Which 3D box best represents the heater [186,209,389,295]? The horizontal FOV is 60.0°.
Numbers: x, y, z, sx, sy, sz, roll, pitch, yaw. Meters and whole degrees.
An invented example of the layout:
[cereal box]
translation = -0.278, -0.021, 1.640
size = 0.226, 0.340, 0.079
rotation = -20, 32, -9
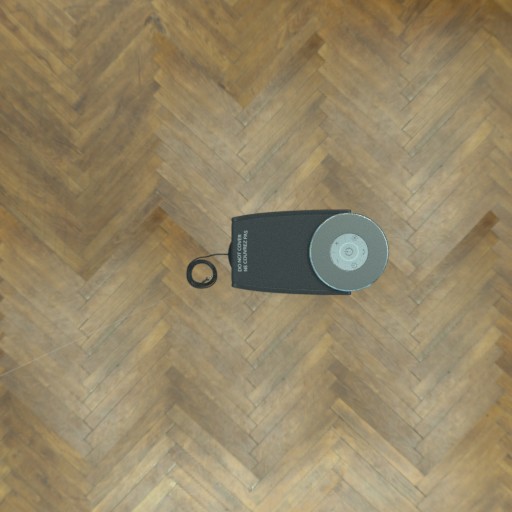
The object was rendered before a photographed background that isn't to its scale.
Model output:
[heater]
translation = 0.000, 0.000, 1.037
size = 0.458, 0.856, 0.214
rotation = 0, 90, 0
